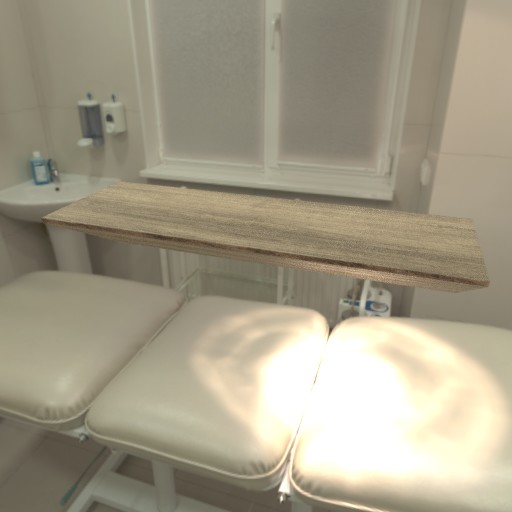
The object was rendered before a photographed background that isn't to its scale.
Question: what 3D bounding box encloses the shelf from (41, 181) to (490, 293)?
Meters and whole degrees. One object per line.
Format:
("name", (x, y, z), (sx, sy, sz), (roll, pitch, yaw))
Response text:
("shelf", (0.000, 0.000, 0.687), (0.610, 0.125, 0.200), (8, 27, 17))
